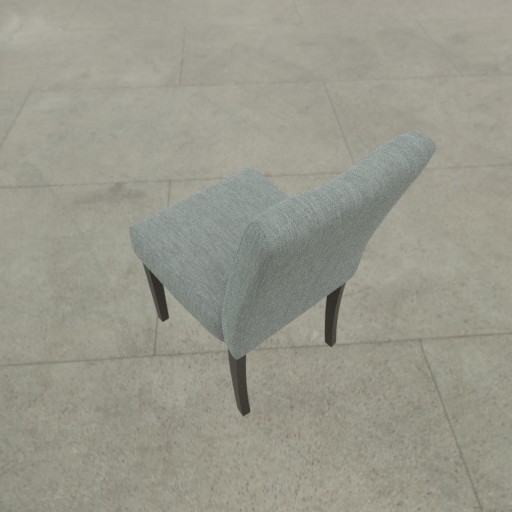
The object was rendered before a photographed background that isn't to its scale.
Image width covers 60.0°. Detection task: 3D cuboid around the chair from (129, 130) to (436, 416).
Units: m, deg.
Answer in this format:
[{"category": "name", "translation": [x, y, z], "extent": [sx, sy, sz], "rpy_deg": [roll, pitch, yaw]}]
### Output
[{"category": "chair", "translation": [0.000, 0.000, 1.249], "extent": [0.487, 0.884, 0.629], "rpy_deg": [-31, 55, -25]}]
